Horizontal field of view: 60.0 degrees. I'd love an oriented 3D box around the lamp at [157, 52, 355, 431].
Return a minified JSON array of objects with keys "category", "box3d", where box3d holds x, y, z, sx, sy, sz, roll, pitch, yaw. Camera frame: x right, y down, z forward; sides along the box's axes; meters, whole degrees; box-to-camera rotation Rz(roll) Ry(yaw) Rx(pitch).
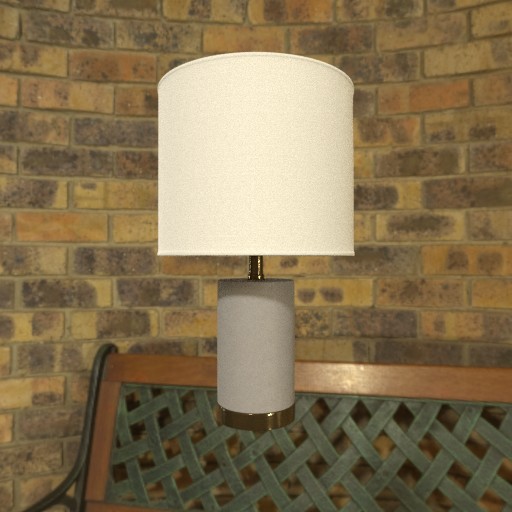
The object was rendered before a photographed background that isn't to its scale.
[{"category":"lamp","box3d":[0.000,0.000,0.527,0.229,0.380,0.229,0,0,0]}]
